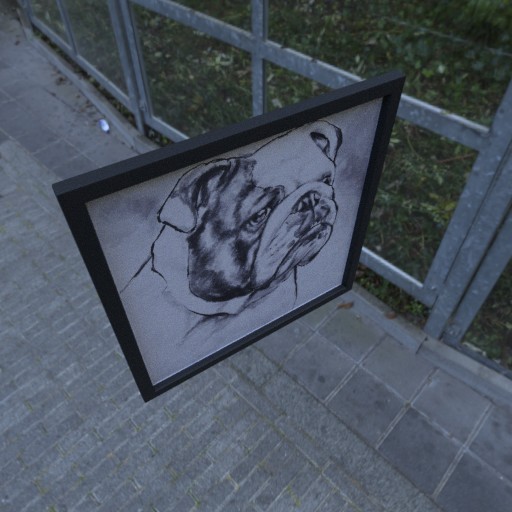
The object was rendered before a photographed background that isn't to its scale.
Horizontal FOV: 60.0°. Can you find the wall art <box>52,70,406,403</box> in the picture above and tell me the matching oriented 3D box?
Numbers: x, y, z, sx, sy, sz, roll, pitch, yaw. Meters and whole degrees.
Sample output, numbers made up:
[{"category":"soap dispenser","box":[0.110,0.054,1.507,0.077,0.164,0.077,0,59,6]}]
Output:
[{"category":"wall art","box":[0.000,0.000,0.670,0.456,0.453,0.022,-25,52,-21]}]
